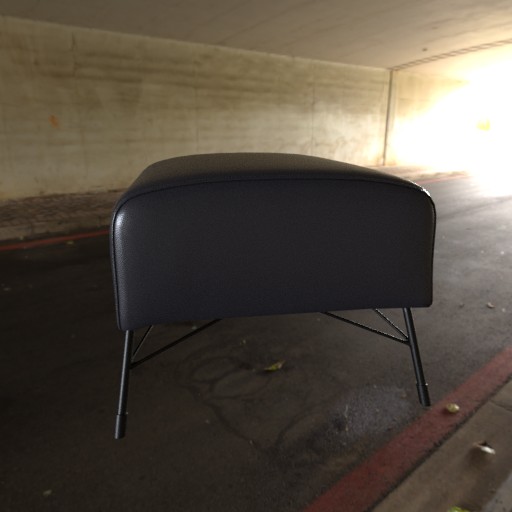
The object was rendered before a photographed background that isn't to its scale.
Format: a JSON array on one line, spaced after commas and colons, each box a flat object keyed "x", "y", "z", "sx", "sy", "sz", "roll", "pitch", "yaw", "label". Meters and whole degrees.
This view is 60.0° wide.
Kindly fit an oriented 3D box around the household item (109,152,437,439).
[{"x": 0.000, "y": 0.000, "z": 0.914, "sx": 0.530, "sy": 0.410, "sz": 0.530, "roll": -3, "pitch": 16, "yaw": -9, "label": "household item"}]
